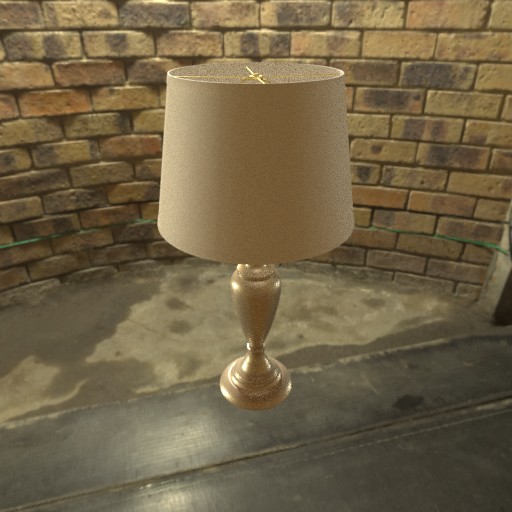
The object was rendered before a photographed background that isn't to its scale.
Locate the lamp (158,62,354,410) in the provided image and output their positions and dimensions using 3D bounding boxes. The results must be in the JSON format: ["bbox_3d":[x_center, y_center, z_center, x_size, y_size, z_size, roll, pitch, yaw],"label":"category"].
[{"bbox_3d":[0.000,0.000,0.790,0.328,0.612,0.328,0,29,0],"label":"lamp"}]
